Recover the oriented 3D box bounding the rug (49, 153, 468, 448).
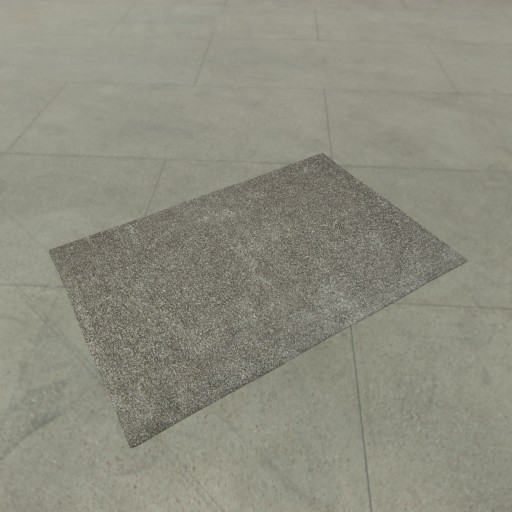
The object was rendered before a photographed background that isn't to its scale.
[{"bbox_3d":[0.000,0.000,3.427,2.699,0.026,1.802,-23,49,-22],"label":"rug"}]
